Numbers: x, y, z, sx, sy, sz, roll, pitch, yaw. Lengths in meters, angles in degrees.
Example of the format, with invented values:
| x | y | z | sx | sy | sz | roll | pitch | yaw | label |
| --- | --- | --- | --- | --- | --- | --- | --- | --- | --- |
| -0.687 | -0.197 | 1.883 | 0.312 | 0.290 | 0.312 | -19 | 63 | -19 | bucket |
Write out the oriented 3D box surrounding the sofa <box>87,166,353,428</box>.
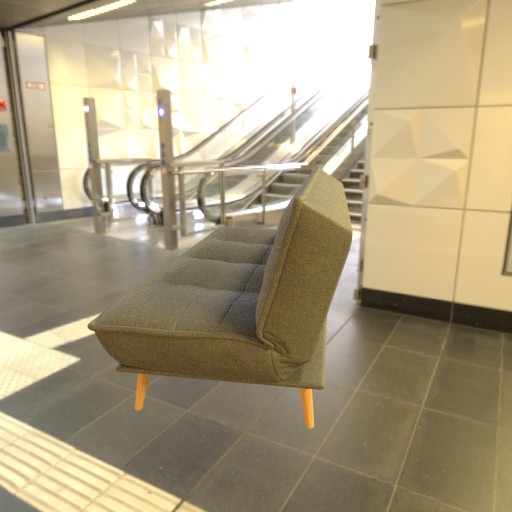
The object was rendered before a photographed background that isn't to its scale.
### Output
| x | y | z | sx | sy | sz | roll | pitch | yaw | label |
| --- | --- | --- | --- | --- | --- | --- | --- | --- | --- |
| 0.000 | 0.000 | 2.452 | 0.950 | 0.890 | 1.940 | 2 | 15 | 9 | sofa |
